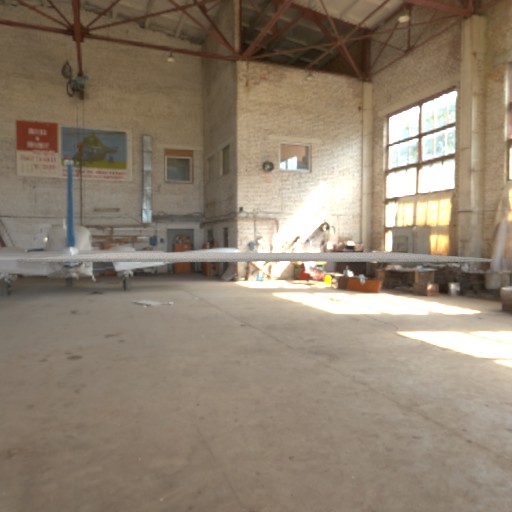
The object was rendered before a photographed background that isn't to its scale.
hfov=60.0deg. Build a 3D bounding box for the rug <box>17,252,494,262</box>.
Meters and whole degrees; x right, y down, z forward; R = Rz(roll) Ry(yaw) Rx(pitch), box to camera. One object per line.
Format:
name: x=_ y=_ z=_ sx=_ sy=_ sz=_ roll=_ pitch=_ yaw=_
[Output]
rug: x=0.000 y=0.000 z=3.021 sx=2.438 sy=0.014 sz=1.524 roll=0 pitch=2 yaw=-1
